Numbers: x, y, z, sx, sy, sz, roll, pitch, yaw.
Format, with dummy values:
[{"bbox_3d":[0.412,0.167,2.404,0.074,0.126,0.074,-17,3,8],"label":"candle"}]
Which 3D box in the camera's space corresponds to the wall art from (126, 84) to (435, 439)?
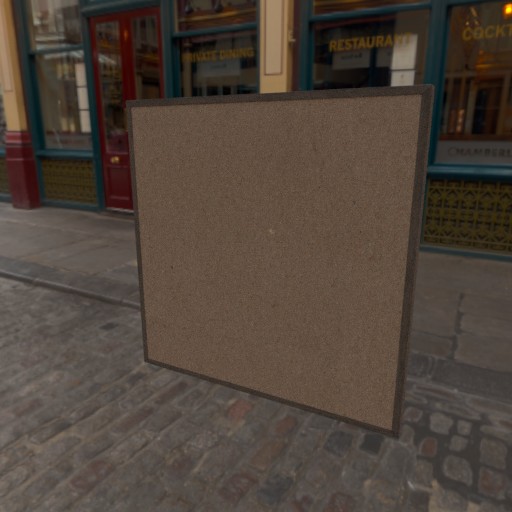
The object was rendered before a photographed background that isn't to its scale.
[{"bbox_3d":[0.000,0.000,1.109,0.762,0.762,0.038,8,17,27],"label":"wall art"}]
